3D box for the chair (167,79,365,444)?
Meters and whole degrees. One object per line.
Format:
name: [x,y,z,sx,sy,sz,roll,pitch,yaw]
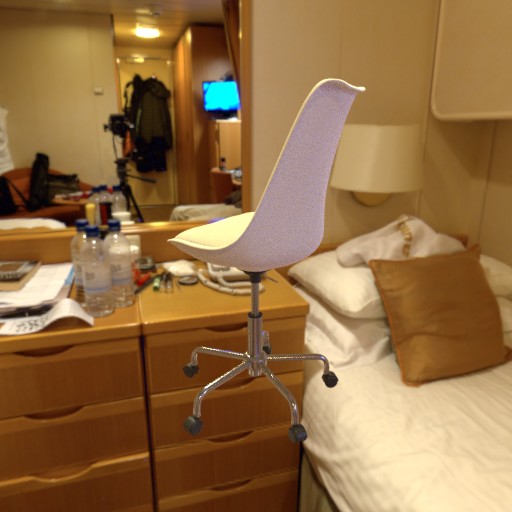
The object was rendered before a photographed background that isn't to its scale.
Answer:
chair: [0.000,0.000,1.303,0.550,0.930,0.550,8,18,26]
